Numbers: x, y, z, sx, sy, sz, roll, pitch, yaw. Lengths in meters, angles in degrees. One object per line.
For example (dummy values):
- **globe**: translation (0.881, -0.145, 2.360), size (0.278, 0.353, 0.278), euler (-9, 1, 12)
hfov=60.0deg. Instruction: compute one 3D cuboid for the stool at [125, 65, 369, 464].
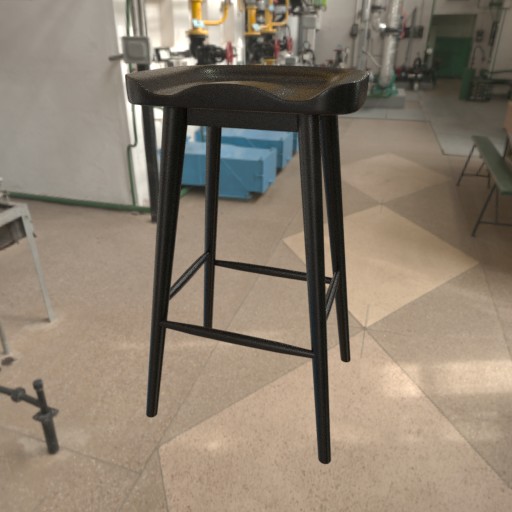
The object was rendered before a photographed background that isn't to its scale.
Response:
- **stool**: translation (0.000, 0.000, 0.970), size (0.440, 0.749, 0.361), euler (8, 28, 16)
